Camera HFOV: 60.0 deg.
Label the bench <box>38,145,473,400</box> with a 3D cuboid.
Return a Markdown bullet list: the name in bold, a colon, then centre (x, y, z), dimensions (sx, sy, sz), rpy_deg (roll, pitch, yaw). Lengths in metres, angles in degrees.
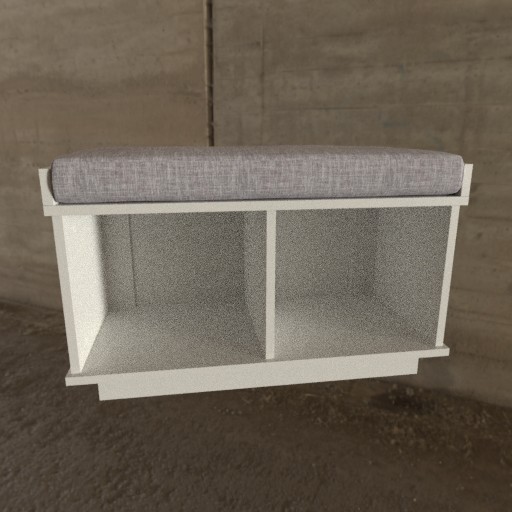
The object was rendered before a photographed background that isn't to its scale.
- **bench**: centre (0.000, 0.000, 0.955), dimensions (0.734, 0.461, 0.362), rpy_deg (-2, 16, -8)
